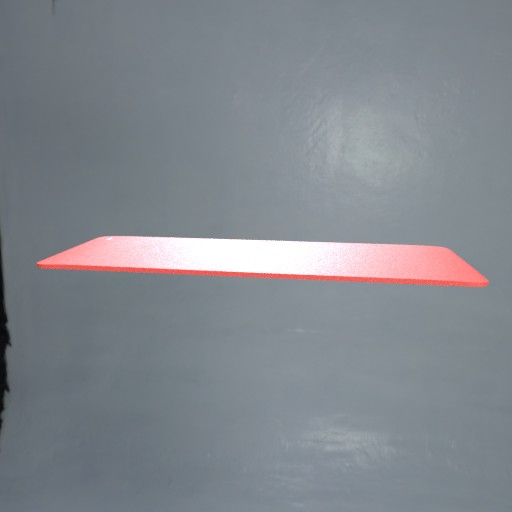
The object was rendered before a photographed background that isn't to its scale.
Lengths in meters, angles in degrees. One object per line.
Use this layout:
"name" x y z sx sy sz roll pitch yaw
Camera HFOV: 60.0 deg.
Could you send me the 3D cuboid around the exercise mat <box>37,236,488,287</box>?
"exercise mat" 0.000 0.000 2.072 1.869 0.021 0.616 2 14 8
